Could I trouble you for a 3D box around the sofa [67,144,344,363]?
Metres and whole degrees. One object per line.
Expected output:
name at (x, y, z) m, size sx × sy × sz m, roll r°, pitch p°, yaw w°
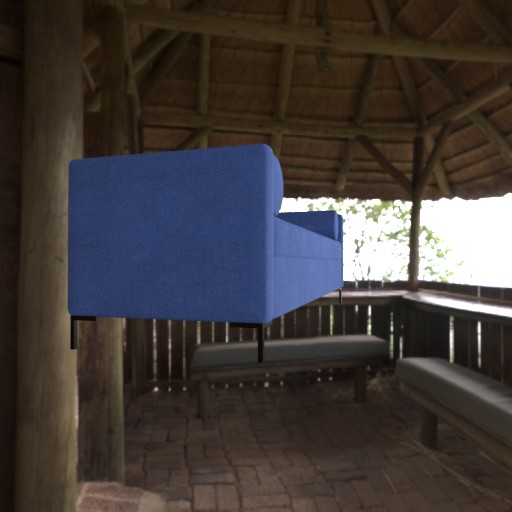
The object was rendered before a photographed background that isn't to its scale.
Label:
sofa at (0.000, 0.000, 2.287) m, size 0.686 × 0.635 × 1.981 m, roll 0°, pitch -1°, yaw 17°
